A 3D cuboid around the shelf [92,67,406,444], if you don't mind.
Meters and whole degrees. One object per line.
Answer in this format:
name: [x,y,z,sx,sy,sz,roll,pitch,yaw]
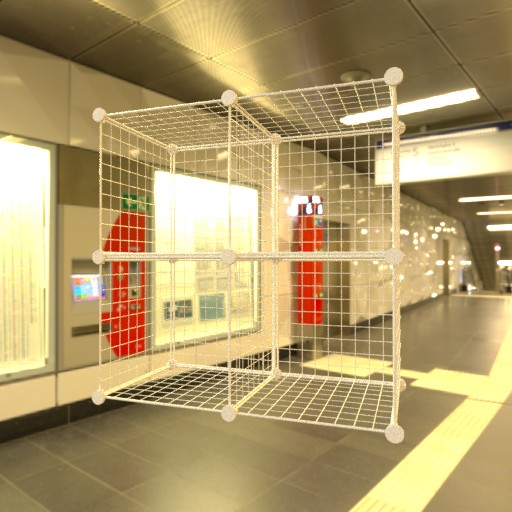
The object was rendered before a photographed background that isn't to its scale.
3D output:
shelf: [0.000,0.000,1.117,0.711,0.711,0.356,0,-1,19]
